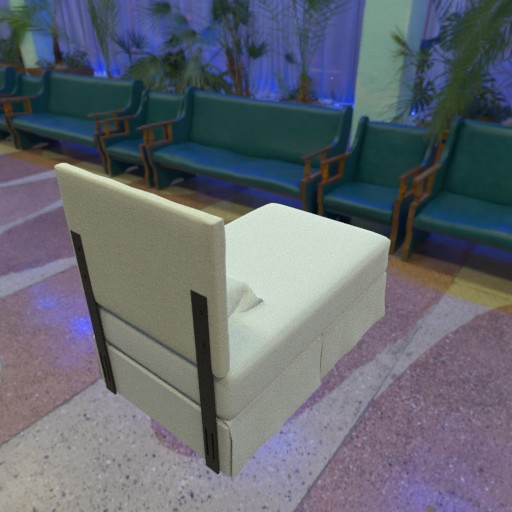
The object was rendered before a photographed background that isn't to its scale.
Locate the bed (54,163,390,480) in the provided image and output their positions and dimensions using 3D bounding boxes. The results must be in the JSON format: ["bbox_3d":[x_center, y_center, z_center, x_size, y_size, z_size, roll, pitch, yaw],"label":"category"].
[{"bbox_3d":[0.000,0.000,3.039,1.261,1.571,1.997,21,36,33],"label":"bed"}]
